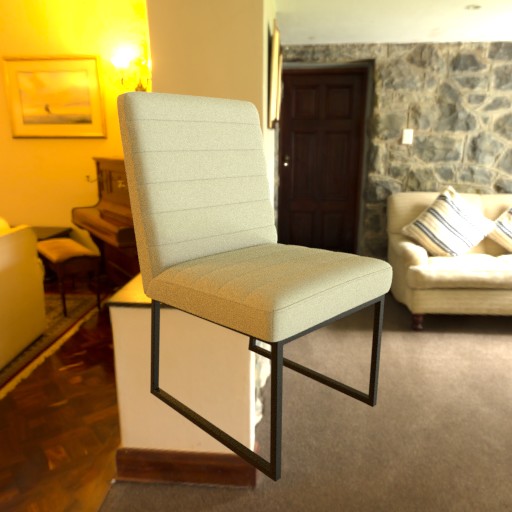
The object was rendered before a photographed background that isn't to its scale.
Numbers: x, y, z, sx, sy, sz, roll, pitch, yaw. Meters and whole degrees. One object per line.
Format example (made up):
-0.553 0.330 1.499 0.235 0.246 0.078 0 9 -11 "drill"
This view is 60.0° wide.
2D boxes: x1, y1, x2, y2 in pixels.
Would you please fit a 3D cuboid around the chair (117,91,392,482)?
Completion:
0.000 0.000 1.312 0.520 0.930 0.634 -14 20 -43 "chair"
